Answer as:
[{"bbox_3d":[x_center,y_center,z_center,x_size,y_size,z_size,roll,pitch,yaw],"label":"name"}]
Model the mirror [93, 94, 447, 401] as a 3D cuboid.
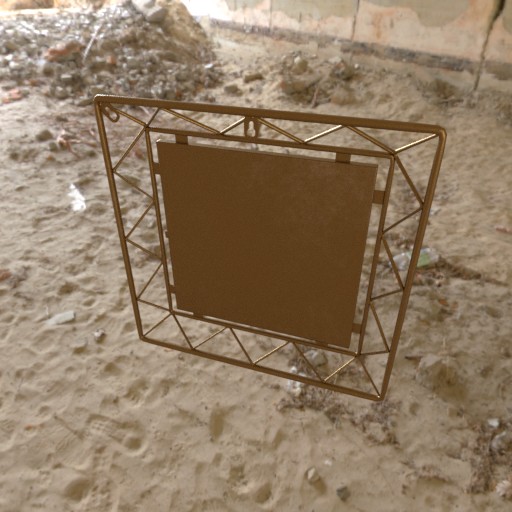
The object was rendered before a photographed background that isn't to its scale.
[{"bbox_3d":[0.000,0.000,0.619,0.416,0.414,0.046,10,35,16],"label":"mirror"}]
